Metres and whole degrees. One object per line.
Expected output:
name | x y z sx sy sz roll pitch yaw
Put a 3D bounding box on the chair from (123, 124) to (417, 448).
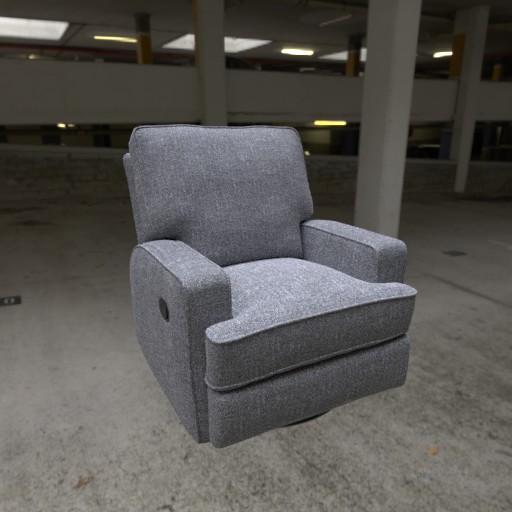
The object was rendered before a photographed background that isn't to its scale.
chair | 0.000 0.000 1.701 0.861 0.962 0.964 -9 20 -27
